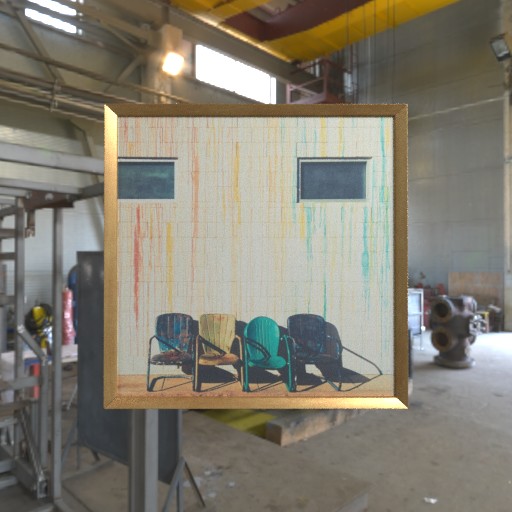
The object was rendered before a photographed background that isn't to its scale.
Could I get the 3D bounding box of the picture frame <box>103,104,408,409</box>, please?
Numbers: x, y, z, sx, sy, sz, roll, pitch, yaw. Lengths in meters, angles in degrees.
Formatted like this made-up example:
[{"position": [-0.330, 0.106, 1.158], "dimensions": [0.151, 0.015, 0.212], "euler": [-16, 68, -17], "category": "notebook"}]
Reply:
[{"position": [0.000, 0.000, 1.123], "dimensions": [0.758, 0.761, 0.037], "euler": [0, 0, 0], "category": "picture frame"}]
